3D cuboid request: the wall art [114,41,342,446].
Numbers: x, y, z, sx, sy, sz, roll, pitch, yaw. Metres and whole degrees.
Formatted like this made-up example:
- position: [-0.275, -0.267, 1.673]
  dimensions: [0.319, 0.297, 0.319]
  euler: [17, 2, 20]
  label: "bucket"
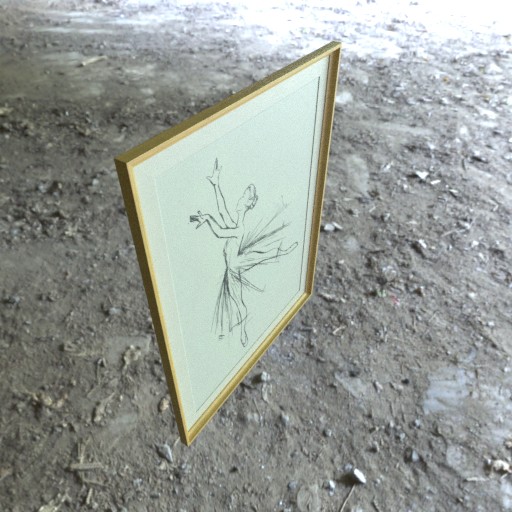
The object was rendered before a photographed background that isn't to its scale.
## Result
- position: [0.000, 0.000, 1.312]
  dimensions: [0.030, 1.002, 0.798]
  euler: [24, 47, 25]
  label: "wall art"
